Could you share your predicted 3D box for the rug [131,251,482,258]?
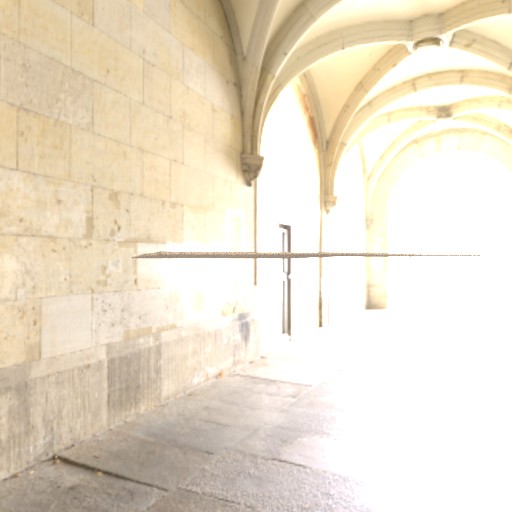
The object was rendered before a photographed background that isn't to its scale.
[{"bbox_3d":[0.000,0.000,2.316,1.179,0.022,1.820,0,-1,-18],"label":"rug"}]
